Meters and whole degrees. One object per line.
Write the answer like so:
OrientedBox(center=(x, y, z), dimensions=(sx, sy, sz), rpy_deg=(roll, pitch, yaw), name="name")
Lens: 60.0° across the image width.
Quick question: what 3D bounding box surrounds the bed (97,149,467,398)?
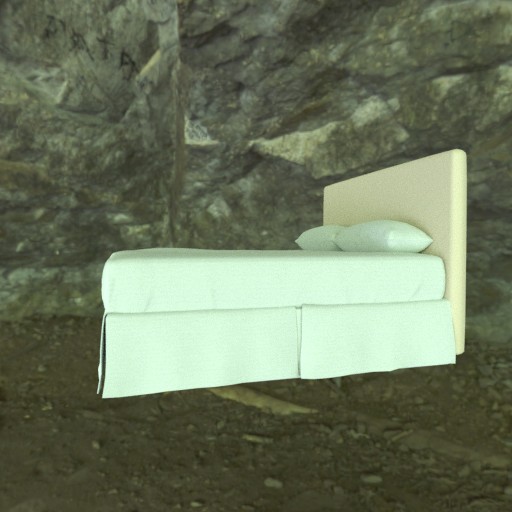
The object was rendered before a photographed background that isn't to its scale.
OrientedBox(center=(0.000, 0.000, 3.240), dimensions=(2.142, 1.330, 1.884), rpy_deg=(0, 1, -17), name="bed")
